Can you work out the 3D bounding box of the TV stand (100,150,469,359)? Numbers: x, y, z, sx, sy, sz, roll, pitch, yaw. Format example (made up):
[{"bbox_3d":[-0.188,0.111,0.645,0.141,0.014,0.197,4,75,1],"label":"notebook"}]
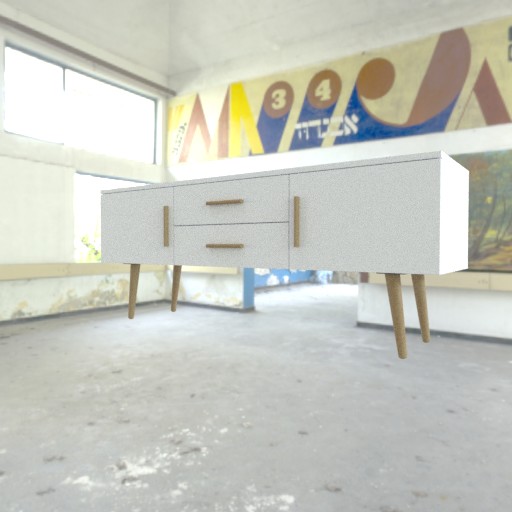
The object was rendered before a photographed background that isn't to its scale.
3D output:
[{"bbox_3d":[0.000,0.000,1.675,1.398,0.560,0.401,1,2,35],"label":"TV stand"}]
